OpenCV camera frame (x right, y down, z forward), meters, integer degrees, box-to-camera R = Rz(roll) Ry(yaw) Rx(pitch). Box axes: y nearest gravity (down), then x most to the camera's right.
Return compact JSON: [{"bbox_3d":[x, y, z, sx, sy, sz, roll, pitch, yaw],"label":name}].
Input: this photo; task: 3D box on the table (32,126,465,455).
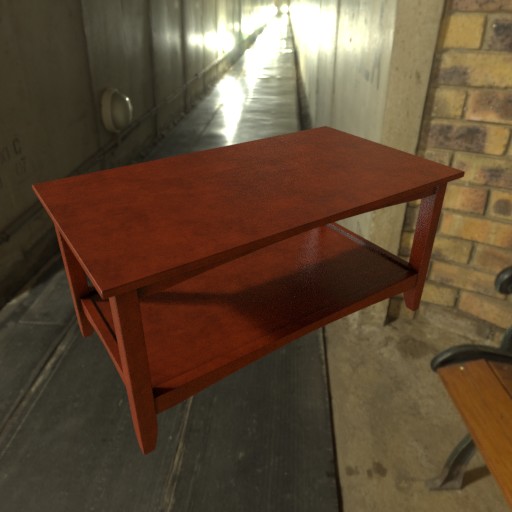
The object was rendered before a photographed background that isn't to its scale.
[{"bbox_3d":[0.000,0.000,1.221,0.943,0.456,0.533,-19,36,-29],"label":"table"}]
